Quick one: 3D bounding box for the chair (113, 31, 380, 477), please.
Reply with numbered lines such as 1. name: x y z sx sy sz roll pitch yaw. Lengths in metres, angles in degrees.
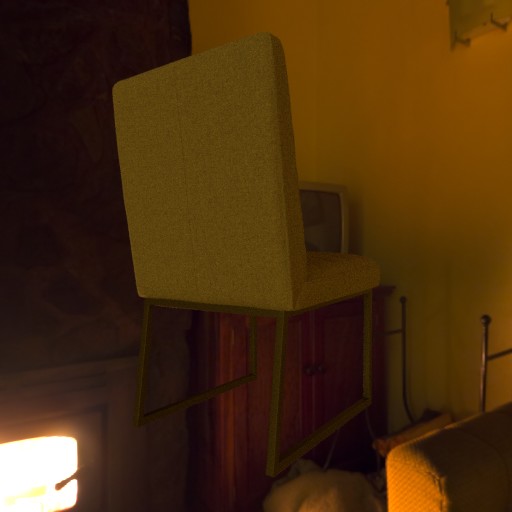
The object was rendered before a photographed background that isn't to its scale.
1. chair: 0.000 0.000 1.276 0.520 0.930 0.634 1 1 36
